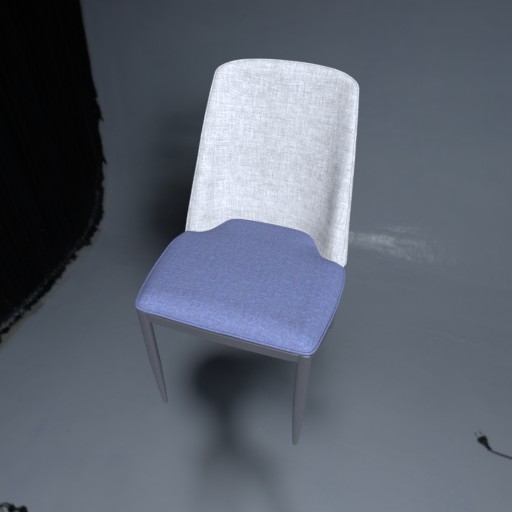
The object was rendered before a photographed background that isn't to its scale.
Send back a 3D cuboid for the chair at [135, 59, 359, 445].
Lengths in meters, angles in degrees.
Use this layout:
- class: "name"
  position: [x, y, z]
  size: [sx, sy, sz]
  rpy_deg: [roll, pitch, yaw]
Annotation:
- class: "chair"
  position: [0.000, 0.000, 1.189]
  size: [0.488, 0.855, 0.550]
  rpy_deg: [12, 42, 14]
